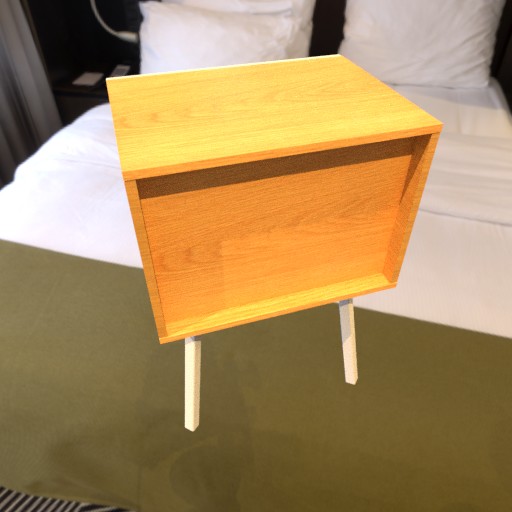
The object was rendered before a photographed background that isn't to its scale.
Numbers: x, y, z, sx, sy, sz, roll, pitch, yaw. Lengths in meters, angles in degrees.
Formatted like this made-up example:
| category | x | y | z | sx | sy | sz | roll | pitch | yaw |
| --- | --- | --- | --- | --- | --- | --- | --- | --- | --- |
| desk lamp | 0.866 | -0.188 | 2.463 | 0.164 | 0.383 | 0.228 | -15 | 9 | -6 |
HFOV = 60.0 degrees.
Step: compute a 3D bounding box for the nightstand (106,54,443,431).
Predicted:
| category | x | y | z | sx | sy | sz | roll | pitch | yaw |
| --- | --- | --- | --- | --- | --- | --- | --- | --- | --- |
| nightstand | 0.000 | 0.000 | 0.829 | 0.400 | 0.601 | 0.316 | -12 | 42 | -13 |
